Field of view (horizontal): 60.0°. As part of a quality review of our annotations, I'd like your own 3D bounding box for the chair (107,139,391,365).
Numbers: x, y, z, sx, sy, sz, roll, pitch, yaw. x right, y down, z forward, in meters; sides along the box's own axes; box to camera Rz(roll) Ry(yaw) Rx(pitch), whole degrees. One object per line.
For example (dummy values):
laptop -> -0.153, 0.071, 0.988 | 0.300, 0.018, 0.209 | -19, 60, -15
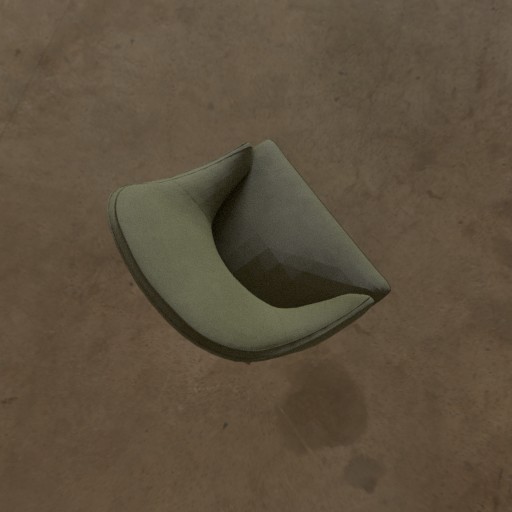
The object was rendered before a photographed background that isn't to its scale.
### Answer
chair -> 0.000, 0.000, 1.302 | 0.575, 0.889, 0.643 | -35, 78, -9
